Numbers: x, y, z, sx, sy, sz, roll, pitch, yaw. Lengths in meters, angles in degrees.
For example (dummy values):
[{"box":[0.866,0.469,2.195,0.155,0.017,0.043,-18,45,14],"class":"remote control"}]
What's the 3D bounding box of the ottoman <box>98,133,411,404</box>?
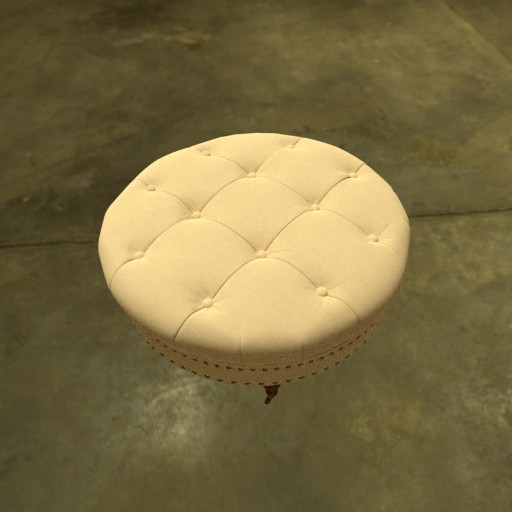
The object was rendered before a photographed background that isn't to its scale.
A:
[{"box":[0.000,0.000,1.406,0.901,0.439,0.901,0,47,0],"class":"ottoman"}]
